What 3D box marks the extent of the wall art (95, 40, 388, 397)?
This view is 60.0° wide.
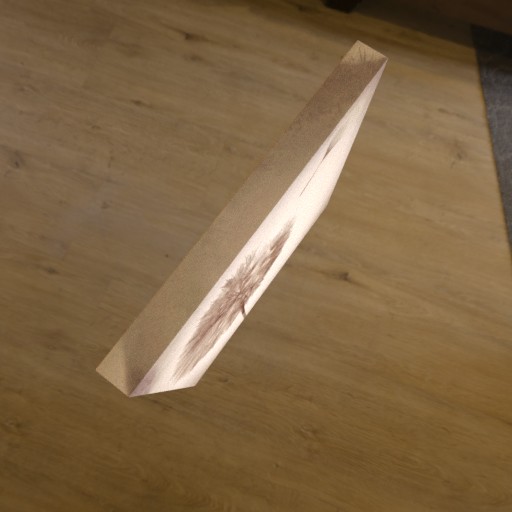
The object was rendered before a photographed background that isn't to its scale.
[{"bbox_3d":[0.000,0.000,0.452,0.028,0.303,0.303,35,78,9],"label":"wall art"}]
